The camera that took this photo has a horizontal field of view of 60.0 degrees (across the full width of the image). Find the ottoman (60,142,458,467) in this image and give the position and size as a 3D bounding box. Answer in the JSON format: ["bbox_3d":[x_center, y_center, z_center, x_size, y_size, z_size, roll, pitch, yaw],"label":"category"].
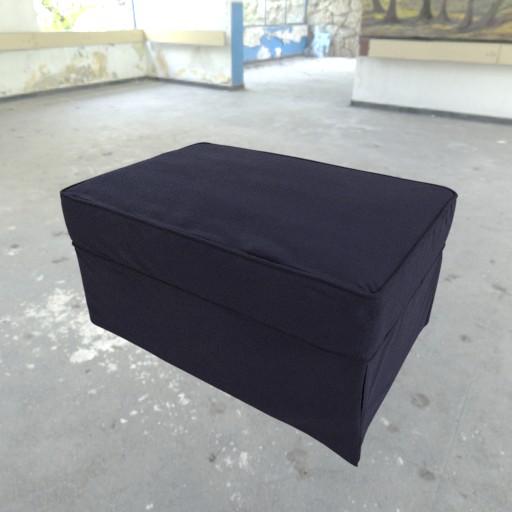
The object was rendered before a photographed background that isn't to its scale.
[{"bbox_3d":[0.000,0.000,1.288,0.938,0.503,0.637,18,34,29],"label":"ottoman"}]
